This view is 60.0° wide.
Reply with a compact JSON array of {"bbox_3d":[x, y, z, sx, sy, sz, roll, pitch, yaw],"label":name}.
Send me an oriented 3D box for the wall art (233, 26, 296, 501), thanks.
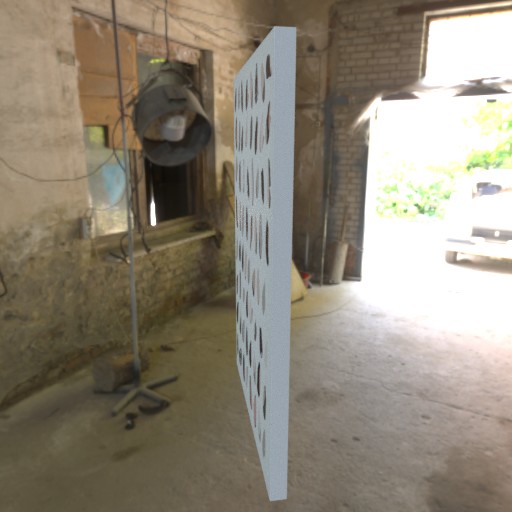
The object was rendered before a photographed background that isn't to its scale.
[{"bbox_3d":[0.000,0.000,1.118,0.037,0.916,0.610,-2,15,-9],"label":"wall art"}]
